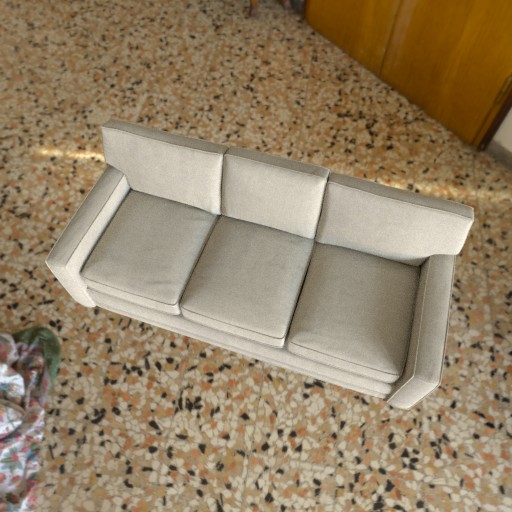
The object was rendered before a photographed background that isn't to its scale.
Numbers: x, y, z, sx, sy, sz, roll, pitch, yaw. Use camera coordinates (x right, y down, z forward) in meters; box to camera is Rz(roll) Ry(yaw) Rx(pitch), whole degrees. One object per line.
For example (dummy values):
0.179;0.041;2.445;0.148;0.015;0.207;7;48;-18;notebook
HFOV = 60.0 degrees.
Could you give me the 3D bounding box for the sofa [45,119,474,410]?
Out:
0.000;0.000;2.515;2.093;0.862;0.936;16;60;9;sofa
